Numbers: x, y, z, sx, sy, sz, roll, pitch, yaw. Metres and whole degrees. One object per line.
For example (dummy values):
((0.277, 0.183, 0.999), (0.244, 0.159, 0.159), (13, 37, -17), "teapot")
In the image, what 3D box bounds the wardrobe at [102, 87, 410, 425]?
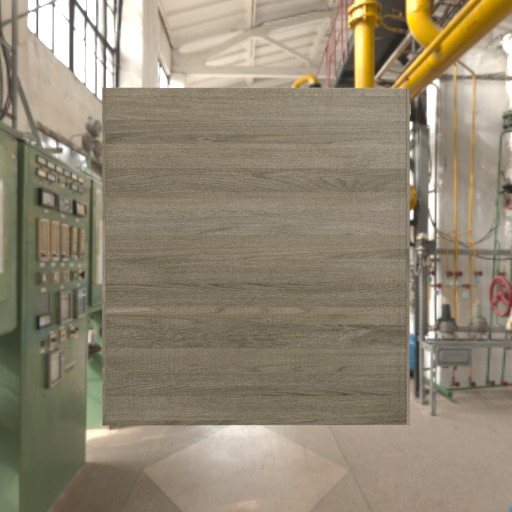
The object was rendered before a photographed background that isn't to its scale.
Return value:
((0.000, 0.000, 2.878), (1.780, 1.960, 0.629), (0, 0, 0), "wardrobe")
